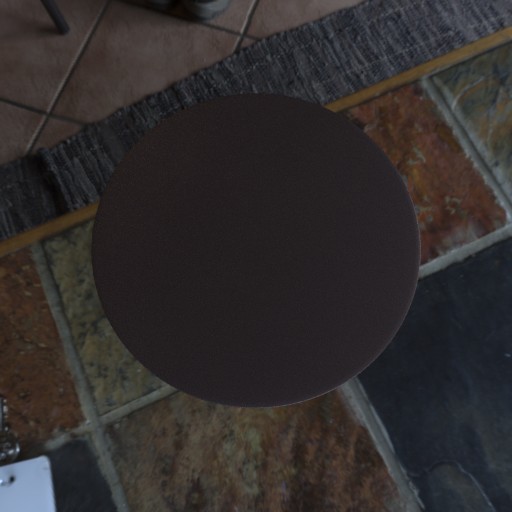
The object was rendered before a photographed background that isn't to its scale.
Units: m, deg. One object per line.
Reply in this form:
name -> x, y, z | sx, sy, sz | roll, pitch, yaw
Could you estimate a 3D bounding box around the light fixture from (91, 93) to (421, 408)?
light fixture -> 0.000, 0.000, 0.442 | 0.280, 0.135, 0.280 | 0, 74, 0
